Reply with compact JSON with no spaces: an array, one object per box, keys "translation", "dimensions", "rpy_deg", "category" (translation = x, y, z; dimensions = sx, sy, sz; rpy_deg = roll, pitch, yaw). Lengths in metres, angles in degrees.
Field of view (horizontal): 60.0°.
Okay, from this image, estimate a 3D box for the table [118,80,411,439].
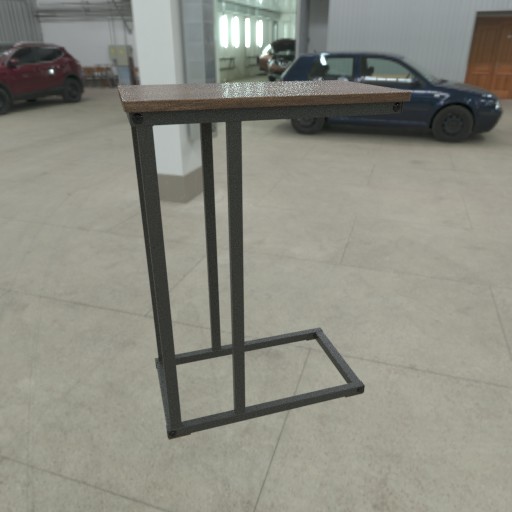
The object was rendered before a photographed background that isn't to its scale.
[{"translation":[0.000,0.000,0.897],"dimensions":[0.450,0.637,0.254],"rpy_deg":[-8,27,-16],"category":"table"}]
